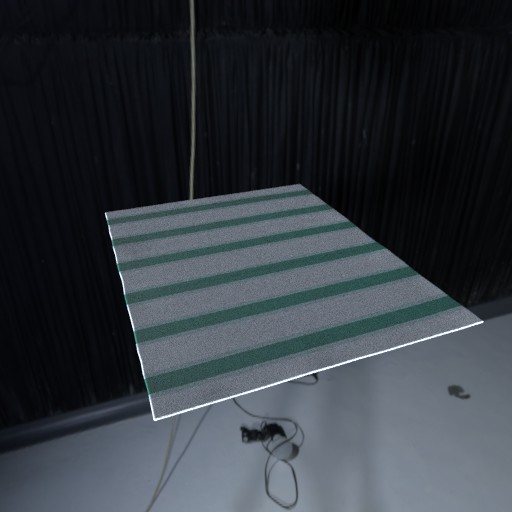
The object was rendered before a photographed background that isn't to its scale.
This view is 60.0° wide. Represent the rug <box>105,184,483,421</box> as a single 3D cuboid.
[{"bbox_3d":[0.000,0.000,4.115,2.434,0.019,3.041,-11,32,-18],"label":"rug"}]
